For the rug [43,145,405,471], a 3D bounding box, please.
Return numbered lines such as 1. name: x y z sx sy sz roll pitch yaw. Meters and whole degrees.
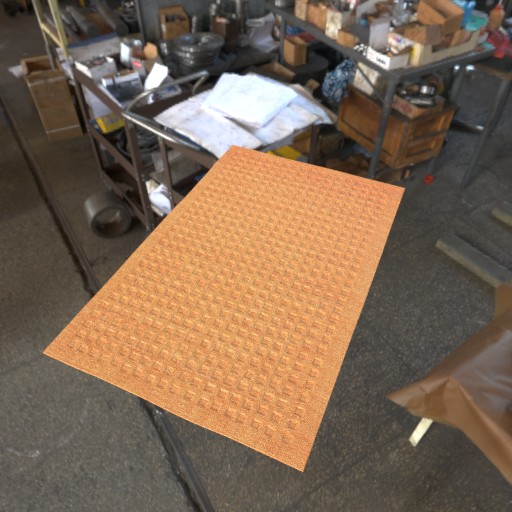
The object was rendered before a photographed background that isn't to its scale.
1. rug: 0.000 0.000 2.224 1.143 0.006 1.747 18 48 17
